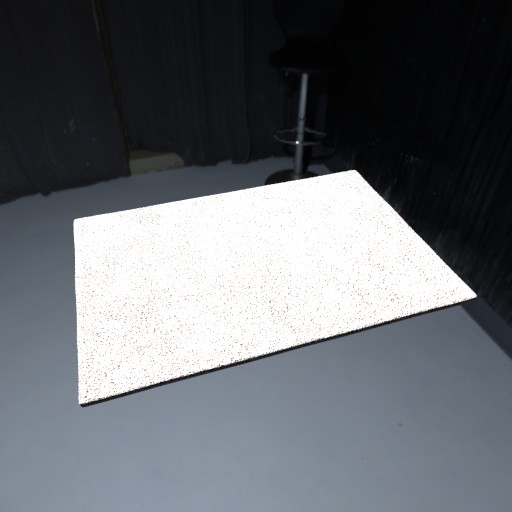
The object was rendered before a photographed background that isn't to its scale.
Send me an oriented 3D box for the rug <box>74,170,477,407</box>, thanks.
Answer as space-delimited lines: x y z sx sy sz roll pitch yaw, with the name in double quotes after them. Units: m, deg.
0.000 0.000 2.288 1.778 0.030 1.219 -12 43 -14 "rug"
